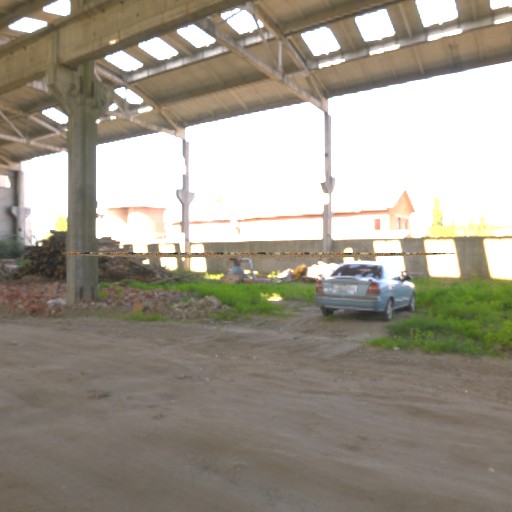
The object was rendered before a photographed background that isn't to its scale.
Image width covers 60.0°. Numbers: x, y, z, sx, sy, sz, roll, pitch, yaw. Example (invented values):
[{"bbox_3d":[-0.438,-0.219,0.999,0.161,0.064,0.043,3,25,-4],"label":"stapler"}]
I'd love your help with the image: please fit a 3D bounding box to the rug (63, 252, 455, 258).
[{"bbox_3d":[0.000,0.000,2.285,1.278,0.009,1.730,0,-1,-1],"label":"rug"}]
